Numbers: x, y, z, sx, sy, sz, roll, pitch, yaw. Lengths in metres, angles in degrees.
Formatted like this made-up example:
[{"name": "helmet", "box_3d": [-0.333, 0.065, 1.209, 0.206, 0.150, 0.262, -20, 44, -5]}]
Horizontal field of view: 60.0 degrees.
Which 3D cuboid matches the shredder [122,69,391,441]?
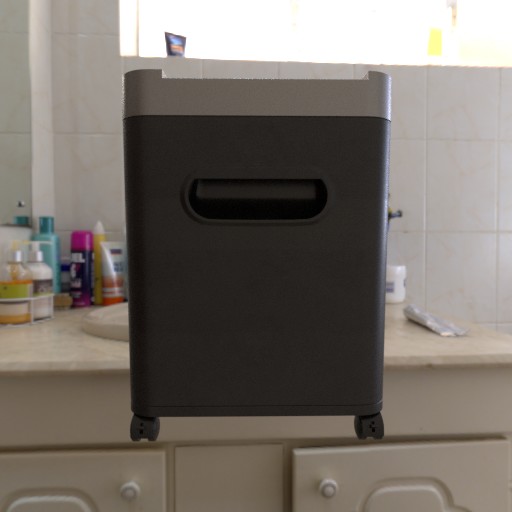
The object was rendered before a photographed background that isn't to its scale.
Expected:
[{"name": "shredder", "box_3d": [0.000, 0.000, 0.601, 0.311, 0.419, 0.237, 0, 1, -1]}]
